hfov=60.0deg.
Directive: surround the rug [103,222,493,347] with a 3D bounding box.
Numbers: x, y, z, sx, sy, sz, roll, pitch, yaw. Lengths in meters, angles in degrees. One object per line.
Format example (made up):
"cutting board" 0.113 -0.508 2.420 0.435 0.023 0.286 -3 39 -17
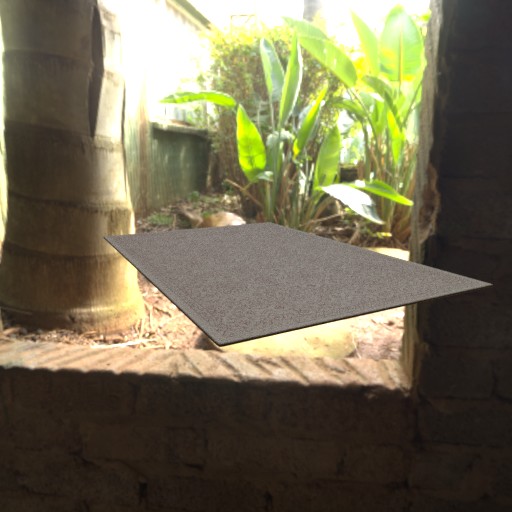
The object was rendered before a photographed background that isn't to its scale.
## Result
"rug" 0.000 0.000 2.305 1.219 0.010 1.829 -7 15 -27
